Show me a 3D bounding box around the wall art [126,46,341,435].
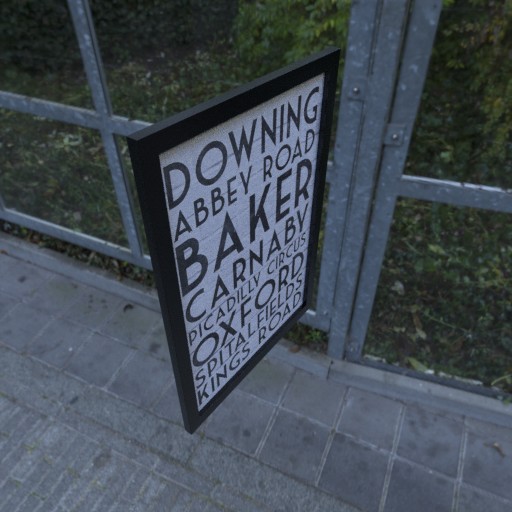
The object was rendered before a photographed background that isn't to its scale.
[{"bbox_3d":[0.000,0.000,0.853,0.019,0.656,0.462,27,47,28],"label":"wall art"}]
